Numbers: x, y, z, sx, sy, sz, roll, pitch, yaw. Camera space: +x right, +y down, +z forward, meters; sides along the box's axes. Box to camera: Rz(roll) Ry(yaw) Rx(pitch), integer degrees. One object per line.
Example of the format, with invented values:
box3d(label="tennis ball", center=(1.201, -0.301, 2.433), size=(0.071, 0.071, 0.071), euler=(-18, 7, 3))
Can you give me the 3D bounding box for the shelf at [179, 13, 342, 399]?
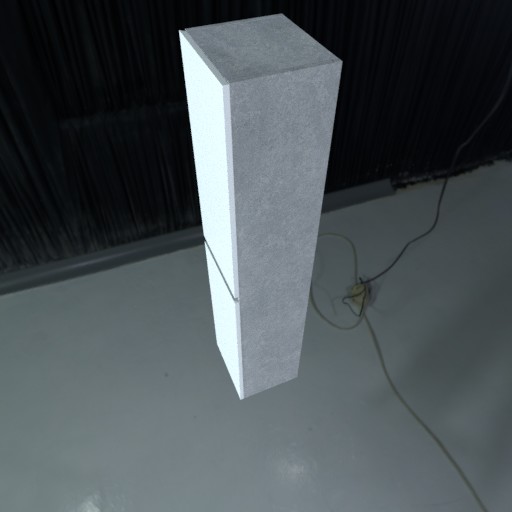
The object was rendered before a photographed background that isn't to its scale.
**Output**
box3d(label="shelf", center=(0.000, 0.000, 1.510), size=(0.270, 1.400, 0.300), euler=(-17, 50, -15))
